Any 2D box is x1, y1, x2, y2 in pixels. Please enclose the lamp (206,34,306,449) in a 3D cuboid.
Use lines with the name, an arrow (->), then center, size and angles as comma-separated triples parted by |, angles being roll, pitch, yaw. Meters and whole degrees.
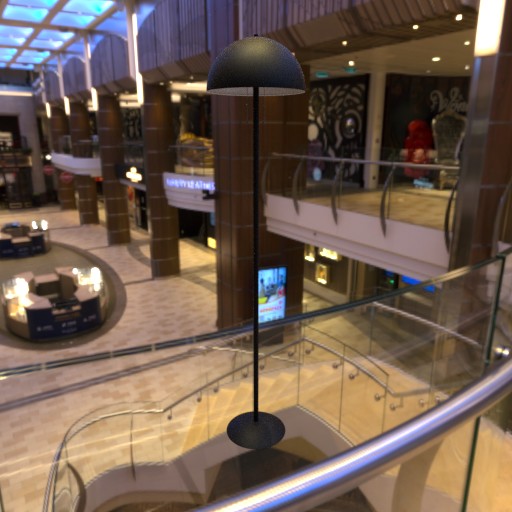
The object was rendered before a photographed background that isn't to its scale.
lamp -> 0.000, 0.000, 1.625 | 0.328, 1.480, 0.328 | 3, 16, 10
